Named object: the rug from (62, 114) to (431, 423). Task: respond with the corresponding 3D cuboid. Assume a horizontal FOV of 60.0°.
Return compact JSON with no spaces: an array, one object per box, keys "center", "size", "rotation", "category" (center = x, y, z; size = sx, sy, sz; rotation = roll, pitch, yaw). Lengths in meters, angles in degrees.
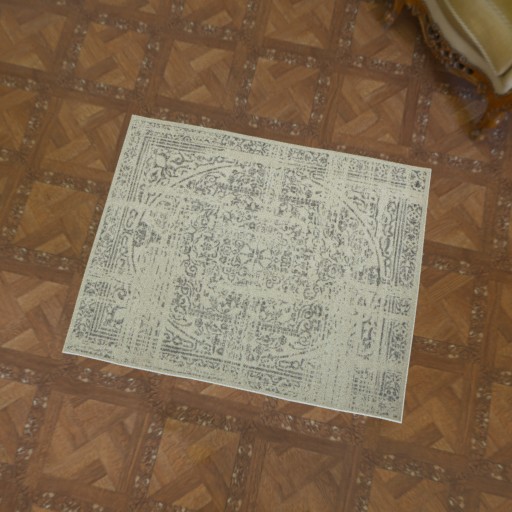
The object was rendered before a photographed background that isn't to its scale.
[{"center":[0.000,0.000,3.963],"size":[2.921,0.032,2.311],"rotation":[11,77,3],"category":"rug"}]
